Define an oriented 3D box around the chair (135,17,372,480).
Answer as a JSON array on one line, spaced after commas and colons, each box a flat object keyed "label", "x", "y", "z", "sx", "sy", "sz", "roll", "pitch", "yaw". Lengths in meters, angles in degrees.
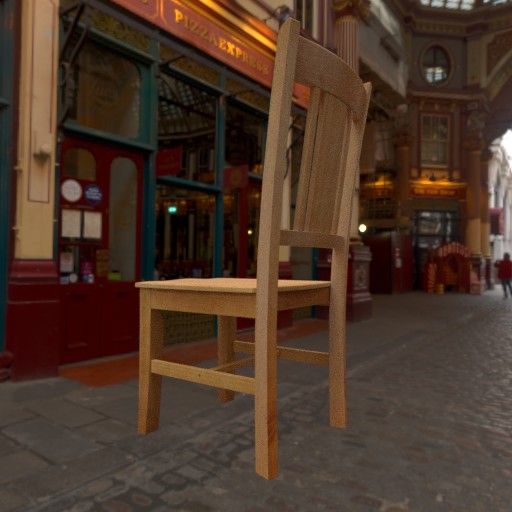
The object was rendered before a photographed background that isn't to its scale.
[{"label": "chair", "x": 0.000, "y": 0.000, "z": 1.257, "sx": 0.556, "sy": 0.998, "sz": 0.450, "roll": -1, "pitch": -1, "yaw": 36}]
